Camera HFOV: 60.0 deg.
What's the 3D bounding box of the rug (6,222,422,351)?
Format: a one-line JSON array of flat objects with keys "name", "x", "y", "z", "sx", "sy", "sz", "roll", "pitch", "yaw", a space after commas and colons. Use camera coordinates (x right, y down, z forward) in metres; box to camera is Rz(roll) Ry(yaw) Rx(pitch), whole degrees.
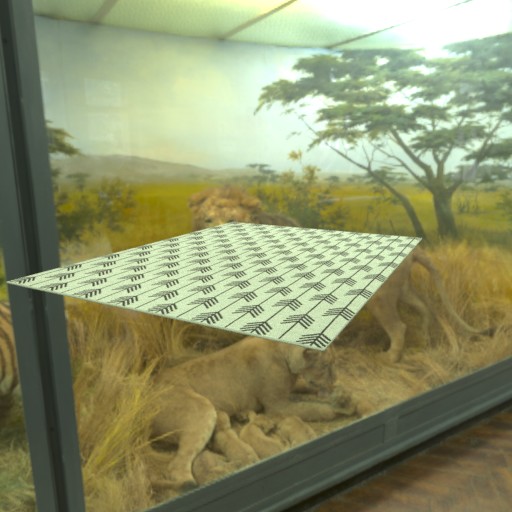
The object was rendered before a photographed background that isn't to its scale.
[{"name": "rug", "x": 0.000, "y": 0.000, "z": 3.865, "sx": 2.330, "sy": 0.010, "sz": 3.061, "roll": 7, "pitch": 15, "yaw": 27}]
